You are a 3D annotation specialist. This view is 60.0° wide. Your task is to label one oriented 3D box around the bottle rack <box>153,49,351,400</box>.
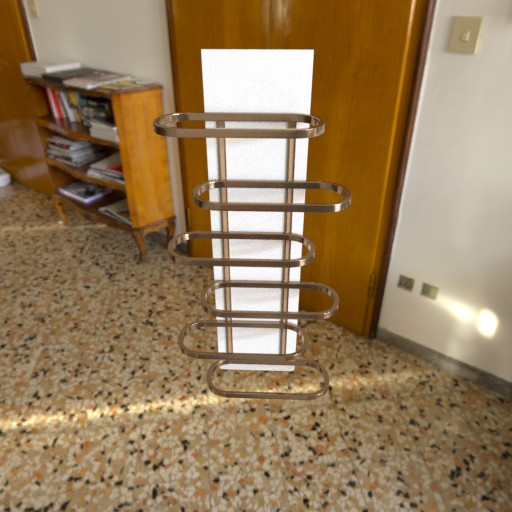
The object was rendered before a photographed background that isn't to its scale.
[{"bbox_3d":[0.000,0.000,0.848,0.332,0.709,0.118,1,31,2],"label":"bottle rack"}]
